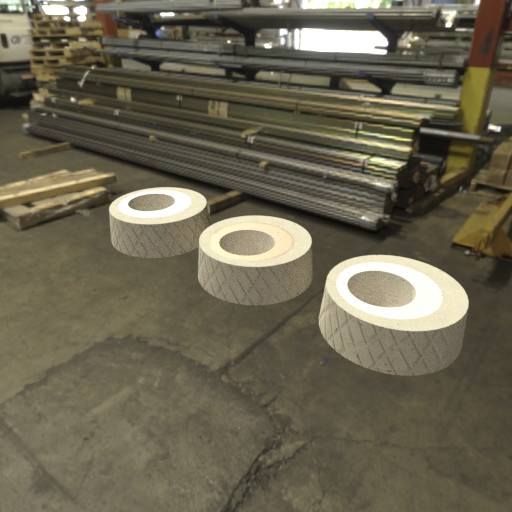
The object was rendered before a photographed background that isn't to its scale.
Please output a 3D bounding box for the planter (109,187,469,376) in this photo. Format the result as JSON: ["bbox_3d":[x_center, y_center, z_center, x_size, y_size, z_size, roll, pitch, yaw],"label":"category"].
[{"bbox_3d":[0.000,0.000,0.431,0.390,0.038,0.114,21,35,33],"label":"planter"}]
